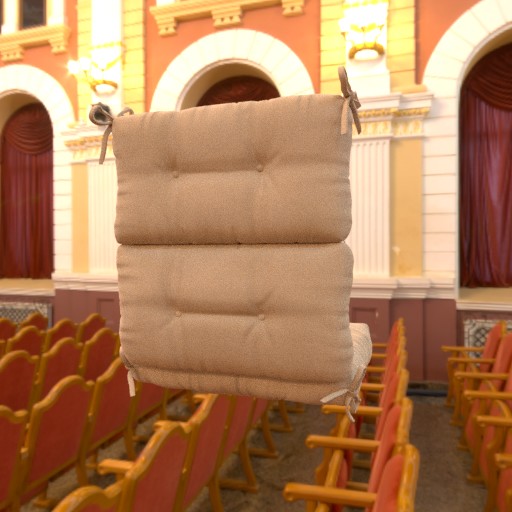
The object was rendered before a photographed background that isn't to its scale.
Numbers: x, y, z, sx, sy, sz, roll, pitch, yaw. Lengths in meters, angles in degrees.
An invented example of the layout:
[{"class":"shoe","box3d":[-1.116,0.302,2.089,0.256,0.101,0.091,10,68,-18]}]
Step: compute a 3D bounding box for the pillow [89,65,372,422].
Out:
[{"class":"pillow","box3d":[0.000,0.000,1.023,0.519,0.605,0.571,0,0,18]}]
